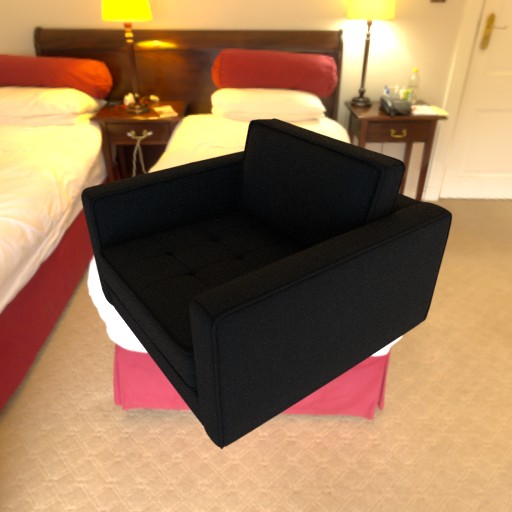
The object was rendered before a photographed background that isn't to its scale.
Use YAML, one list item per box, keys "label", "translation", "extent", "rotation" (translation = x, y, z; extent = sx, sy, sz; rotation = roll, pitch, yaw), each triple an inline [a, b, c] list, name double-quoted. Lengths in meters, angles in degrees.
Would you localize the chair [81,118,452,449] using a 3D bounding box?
- label: "chair"
  translation: [0.000, 0.000, 1.568]
  extent: [0.920, 0.770, 0.899]
  rotation: [-21, 37, -31]
